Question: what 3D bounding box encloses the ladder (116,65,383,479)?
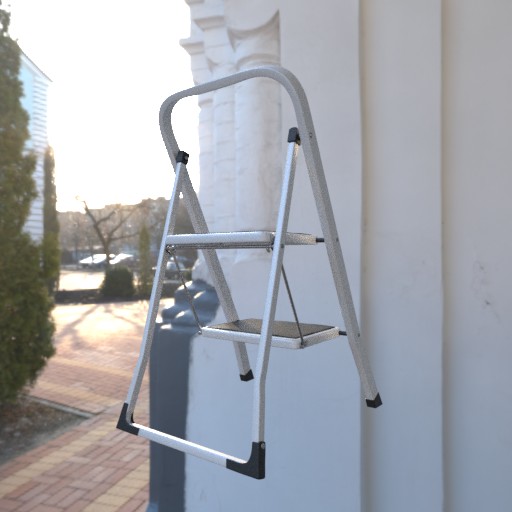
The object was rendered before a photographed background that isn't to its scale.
[{"bbox_3d":[0.000,0.000,1.127,0.460,0.810,0.544,0,0,36],"label":"ladder"}]
